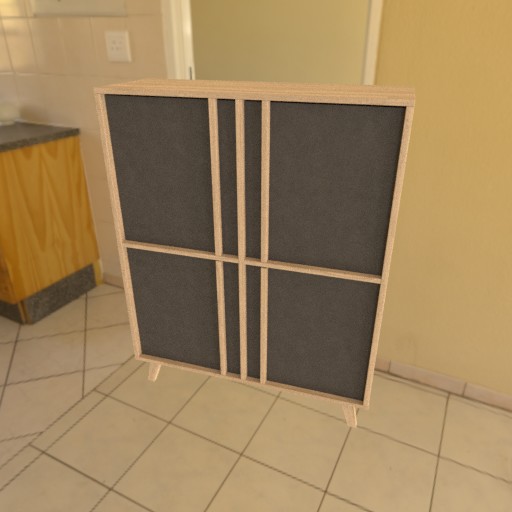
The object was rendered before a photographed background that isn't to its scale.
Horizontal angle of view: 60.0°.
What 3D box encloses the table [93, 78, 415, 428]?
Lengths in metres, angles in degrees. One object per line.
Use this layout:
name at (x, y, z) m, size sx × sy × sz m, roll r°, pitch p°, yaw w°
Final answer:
table at (0.000, 0.000, 1.938) m, size 1.111 × 1.388 × 0.398 m, roll 8°, pitch 28°, yaw 15°
